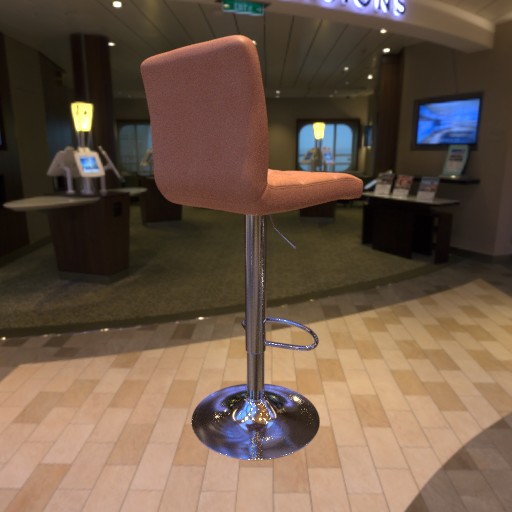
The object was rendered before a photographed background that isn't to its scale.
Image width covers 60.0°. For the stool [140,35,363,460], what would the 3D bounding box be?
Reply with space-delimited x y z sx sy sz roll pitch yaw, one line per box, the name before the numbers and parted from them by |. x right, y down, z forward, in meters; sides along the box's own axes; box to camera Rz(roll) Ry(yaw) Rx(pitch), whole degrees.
stool | 0.000 0.000 1.350 0.505 1.115 0.430 -13 19 -43
